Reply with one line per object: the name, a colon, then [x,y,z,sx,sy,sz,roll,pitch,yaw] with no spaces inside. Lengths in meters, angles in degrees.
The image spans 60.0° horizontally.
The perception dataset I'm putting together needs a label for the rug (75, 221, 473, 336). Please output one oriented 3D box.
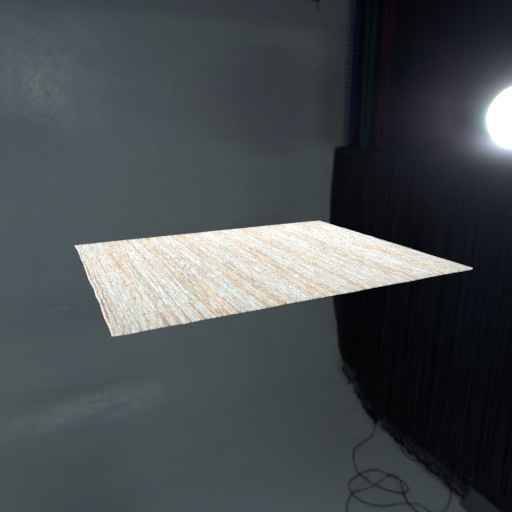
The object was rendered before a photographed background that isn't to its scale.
rug: [0.000,0.000,4.080,2.939,0.009,2.313,-8,17,-25]
